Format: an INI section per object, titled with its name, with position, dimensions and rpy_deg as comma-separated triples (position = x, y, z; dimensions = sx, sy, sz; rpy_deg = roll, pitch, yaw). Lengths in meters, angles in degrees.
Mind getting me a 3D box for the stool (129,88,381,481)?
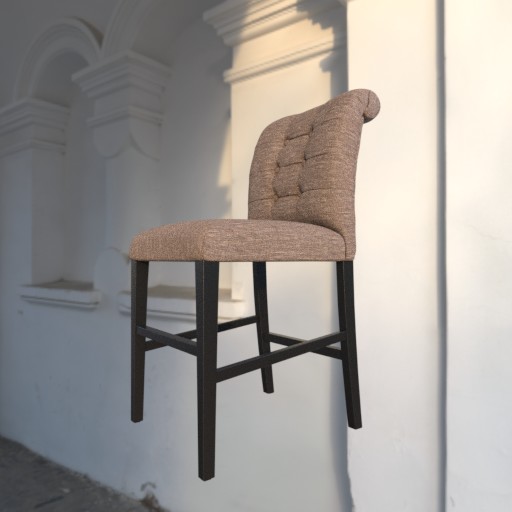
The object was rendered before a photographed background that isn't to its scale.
[stool]
position = 0.000, 0.000, 1.297
dimensions = 0.611, 0.970, 0.457
rpy_deg = 0, 0, -36
